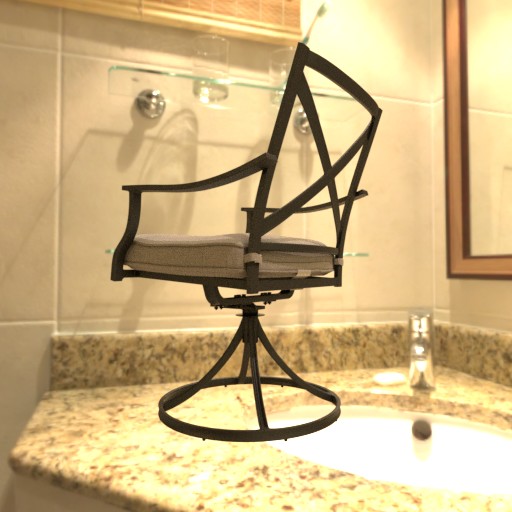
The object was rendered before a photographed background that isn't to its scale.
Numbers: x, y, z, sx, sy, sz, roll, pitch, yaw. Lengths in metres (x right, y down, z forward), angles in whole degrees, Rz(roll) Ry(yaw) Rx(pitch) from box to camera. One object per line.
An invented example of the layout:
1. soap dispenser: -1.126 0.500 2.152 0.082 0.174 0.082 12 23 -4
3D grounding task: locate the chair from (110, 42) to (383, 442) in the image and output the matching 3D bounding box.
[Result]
1. chair: 0.000 0.000 1.288 0.620 0.889 0.575 -1 -2 35
